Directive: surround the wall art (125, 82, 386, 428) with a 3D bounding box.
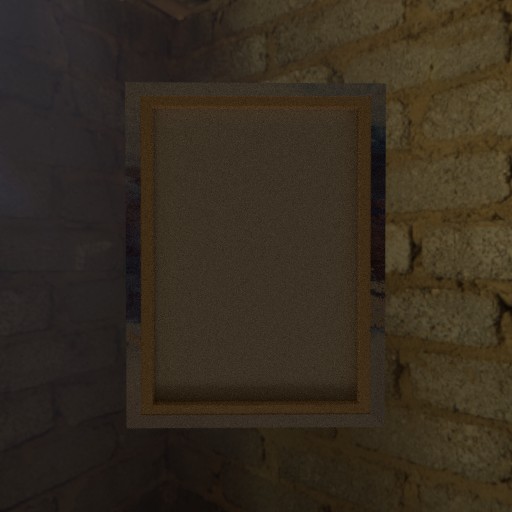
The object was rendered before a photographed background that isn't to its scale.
[{"bbox_3d":[0.000,0.000,0.764,0.437,0.581,0.036,0,1,-1],"label":"wall art"}]
